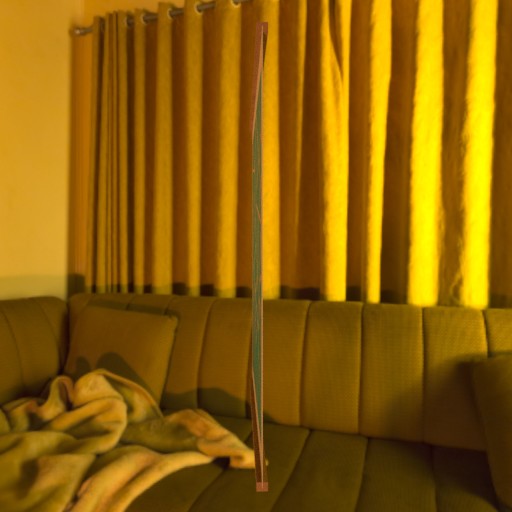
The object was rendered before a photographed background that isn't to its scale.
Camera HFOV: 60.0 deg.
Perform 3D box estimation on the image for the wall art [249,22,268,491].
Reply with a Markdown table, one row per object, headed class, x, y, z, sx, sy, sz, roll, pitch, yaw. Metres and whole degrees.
| class | x | y | z | sx | sy | sz | roll | pitch | yaw |
| --- | --- | --- | --- | --- | --- | --- | --- | --- | --- |
| wall art | 0.000 | 0.000 | 0.682 | 0.012 | 0.508 | 0.405 | 0 | 1 | -2 |
